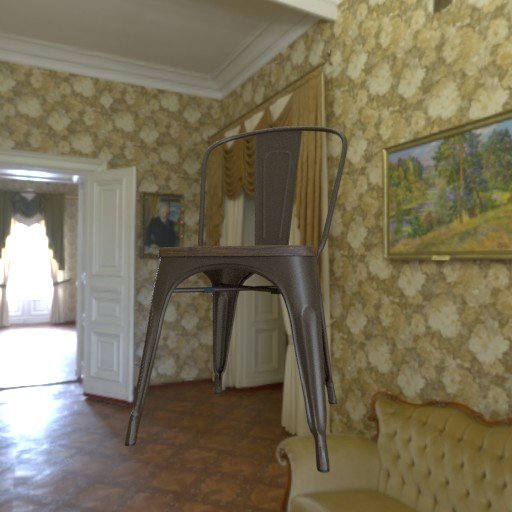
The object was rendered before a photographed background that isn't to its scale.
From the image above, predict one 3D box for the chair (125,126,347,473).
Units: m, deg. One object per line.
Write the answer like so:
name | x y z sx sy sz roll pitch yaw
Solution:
chair | 0.000 0.000 1.173 0.451 0.844 0.532 0 -2 17
